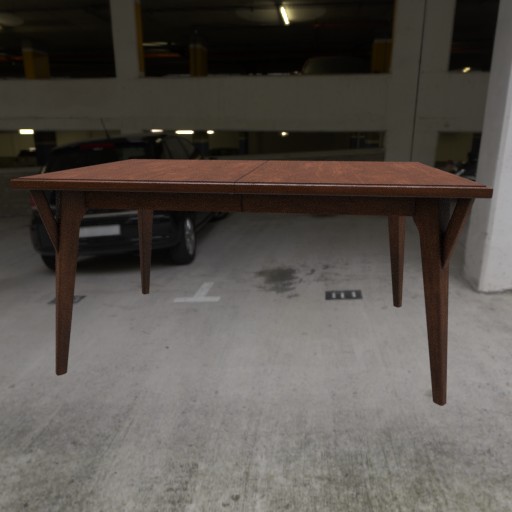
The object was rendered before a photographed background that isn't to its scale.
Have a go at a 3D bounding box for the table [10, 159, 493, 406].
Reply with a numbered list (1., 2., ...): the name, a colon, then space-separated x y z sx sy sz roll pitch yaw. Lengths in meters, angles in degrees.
1. table: 0.000 0.000 1.956 1.524 0.761 0.990 2 16 8
